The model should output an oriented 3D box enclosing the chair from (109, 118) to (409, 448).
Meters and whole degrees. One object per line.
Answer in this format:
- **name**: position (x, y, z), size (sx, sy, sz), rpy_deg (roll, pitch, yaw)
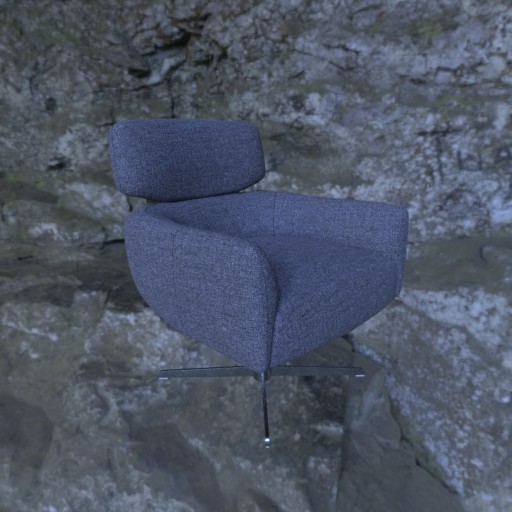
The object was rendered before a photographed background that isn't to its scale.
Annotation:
- **chair**: position (0.000, 0.000, 1.355), size (0.715, 0.812, 0.706), rpy_deg (15, 22, 41)
